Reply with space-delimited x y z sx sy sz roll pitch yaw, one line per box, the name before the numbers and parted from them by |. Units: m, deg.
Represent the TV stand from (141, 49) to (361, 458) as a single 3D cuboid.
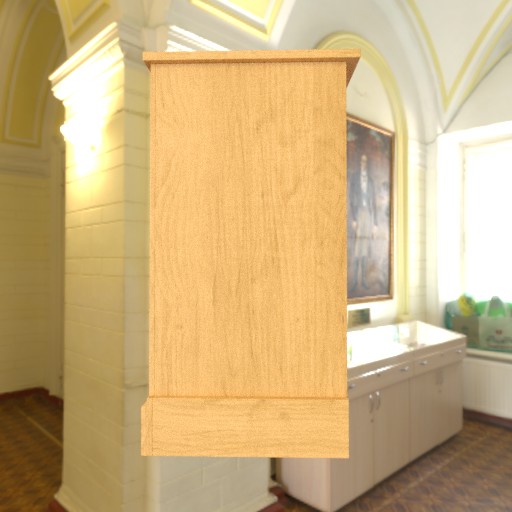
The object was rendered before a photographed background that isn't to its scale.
TV stand | 0.000 0.000 1.282 0.430 0.787 0.851 0 -1 2
